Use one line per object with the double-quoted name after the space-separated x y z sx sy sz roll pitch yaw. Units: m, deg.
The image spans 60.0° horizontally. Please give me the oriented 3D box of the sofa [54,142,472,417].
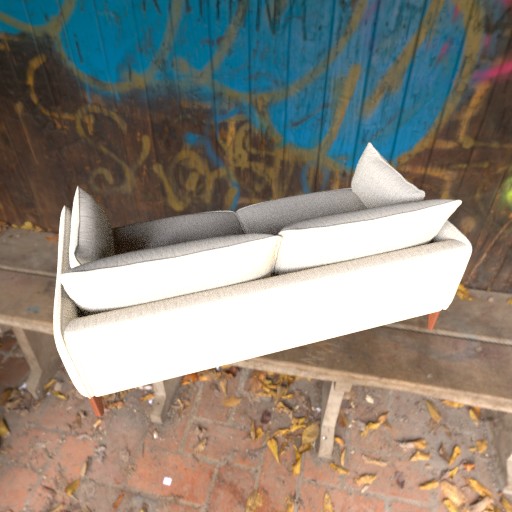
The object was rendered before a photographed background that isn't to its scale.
0.000 0.000 2.415 1.989 0.860 0.991 -11 42 -13 "sofa"
